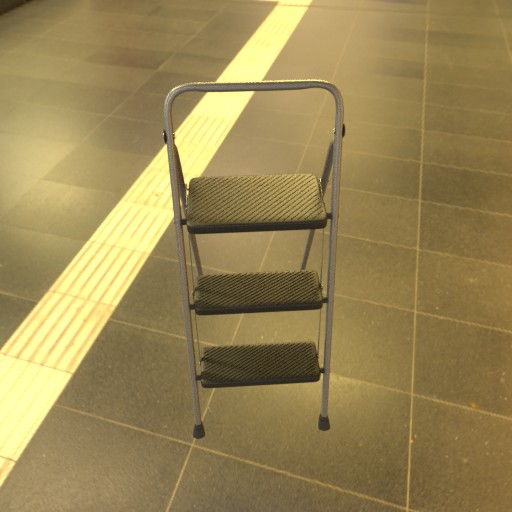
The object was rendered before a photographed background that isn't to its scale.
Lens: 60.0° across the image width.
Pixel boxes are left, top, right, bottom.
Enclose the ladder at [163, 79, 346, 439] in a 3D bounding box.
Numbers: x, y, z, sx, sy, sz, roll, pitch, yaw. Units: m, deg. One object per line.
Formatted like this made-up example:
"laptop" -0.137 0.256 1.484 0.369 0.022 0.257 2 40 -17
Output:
"ladder" 0.000 0.000 1.261 0.430 0.945 0.629 -3 45 -3
